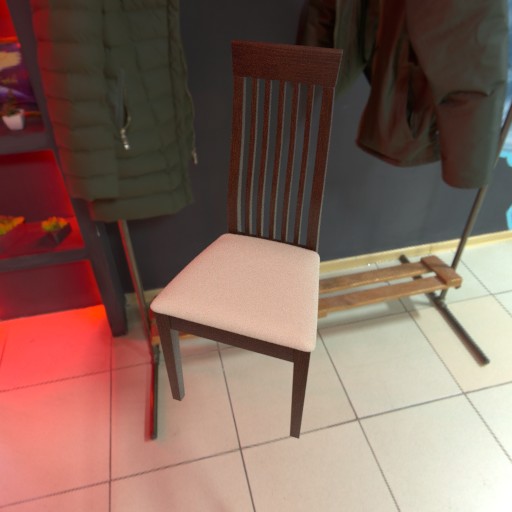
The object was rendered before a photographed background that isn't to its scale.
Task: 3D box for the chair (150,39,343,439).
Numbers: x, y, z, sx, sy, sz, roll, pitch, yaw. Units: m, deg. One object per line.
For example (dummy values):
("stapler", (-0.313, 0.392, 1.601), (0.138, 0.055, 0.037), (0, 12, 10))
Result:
("chair", (0.000, 0.000, 1.282), (0.460, 1.027, 0.474), (12, 42, 14))
